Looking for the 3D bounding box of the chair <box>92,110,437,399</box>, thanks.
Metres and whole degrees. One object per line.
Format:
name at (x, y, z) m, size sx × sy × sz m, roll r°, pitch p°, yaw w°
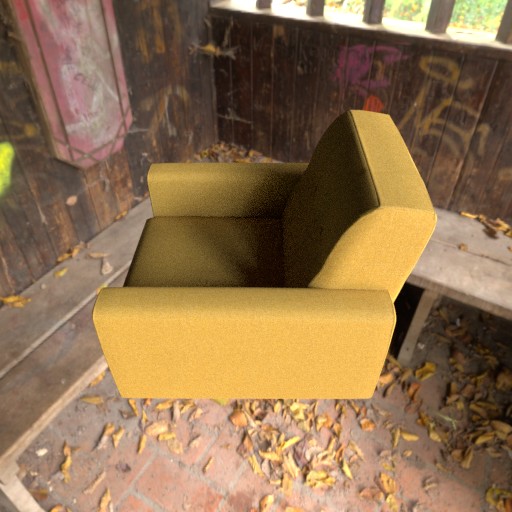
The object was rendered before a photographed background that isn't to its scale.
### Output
chair at (0.000, 0.000, 1.555) m, size 0.909 × 0.841 × 0.831 m, roll 1°, pitch 41°, yaw 1°
